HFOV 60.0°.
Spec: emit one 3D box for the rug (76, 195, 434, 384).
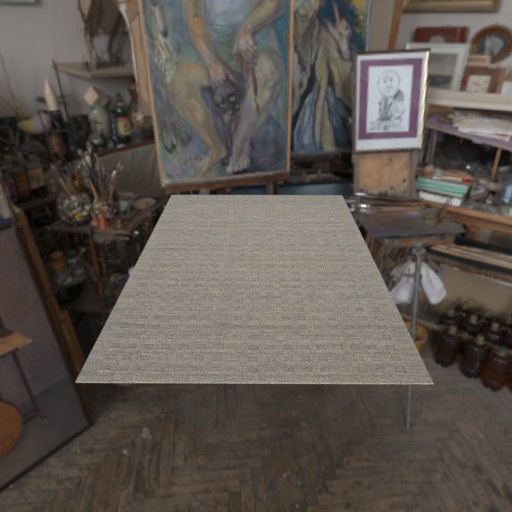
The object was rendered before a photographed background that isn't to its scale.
[{"bbox_3d":[0.000,0.000,2.191,1.142,0.006,1.752,0,28,0],"label":"rug"}]
